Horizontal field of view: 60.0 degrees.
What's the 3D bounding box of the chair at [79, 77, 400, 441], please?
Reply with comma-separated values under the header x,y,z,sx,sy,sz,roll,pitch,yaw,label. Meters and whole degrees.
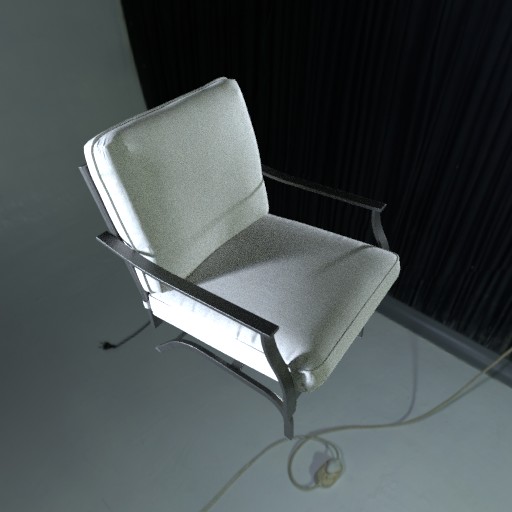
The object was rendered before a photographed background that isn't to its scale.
x,y,z,sx,sy,sz,roll,pitch,yaw,label
0.000,0.000,1.420,0.787,0.860,0.650,26,48,26,chair
